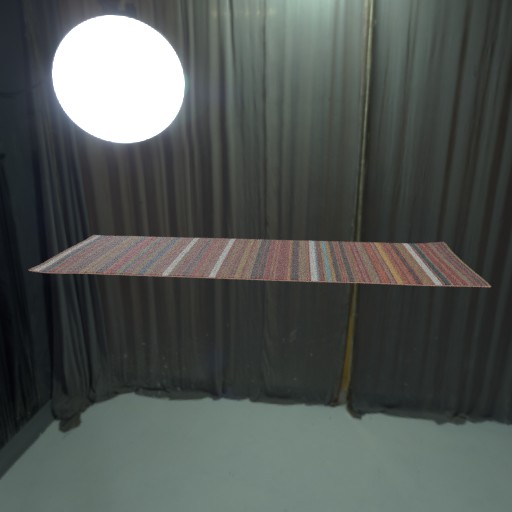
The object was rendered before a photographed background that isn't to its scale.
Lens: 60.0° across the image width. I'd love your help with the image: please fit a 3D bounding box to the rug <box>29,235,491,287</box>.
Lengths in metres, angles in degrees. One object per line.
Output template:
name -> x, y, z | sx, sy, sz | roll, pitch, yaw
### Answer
rug -> 0.000, 0.000, 2.696 | 2.444, 0.030, 0.799 | 2, 17, 6
